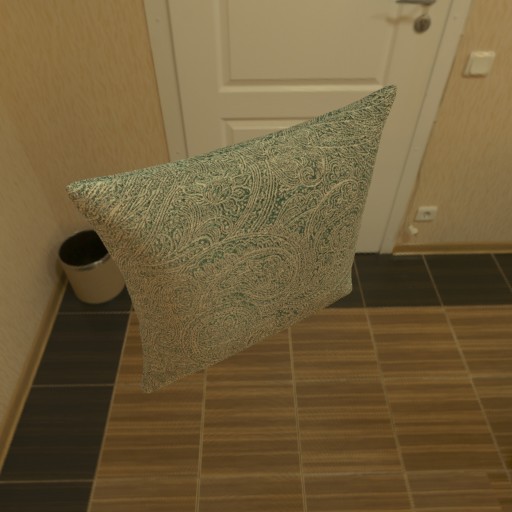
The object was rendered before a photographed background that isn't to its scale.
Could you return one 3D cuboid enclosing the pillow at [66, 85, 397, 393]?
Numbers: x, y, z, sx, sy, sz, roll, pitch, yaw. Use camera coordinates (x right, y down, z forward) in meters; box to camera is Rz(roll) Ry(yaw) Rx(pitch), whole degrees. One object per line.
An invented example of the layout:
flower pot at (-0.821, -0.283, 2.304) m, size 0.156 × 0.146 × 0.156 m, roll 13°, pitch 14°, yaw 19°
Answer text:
pillow at (0.000, 0.000, 0.796) m, size 0.526 × 0.507 × 0.166 m, roll -23°, pitch 51°, yaw -20°
